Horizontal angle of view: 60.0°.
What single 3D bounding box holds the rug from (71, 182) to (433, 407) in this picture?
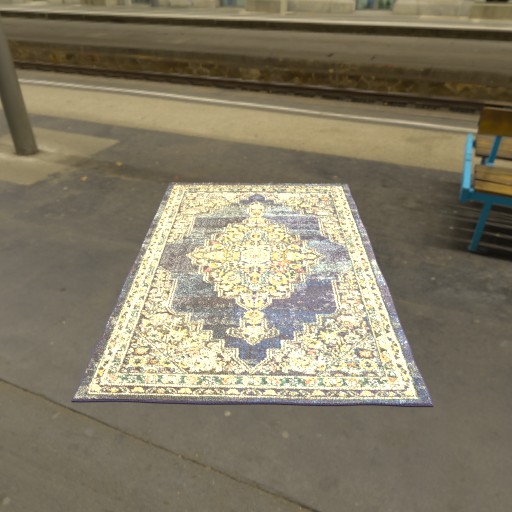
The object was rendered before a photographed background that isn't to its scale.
[{"bbox_3d":[0.000,0.000,2.183,1.184,0.012,1.781,1,33,1],"label":"rug"}]
